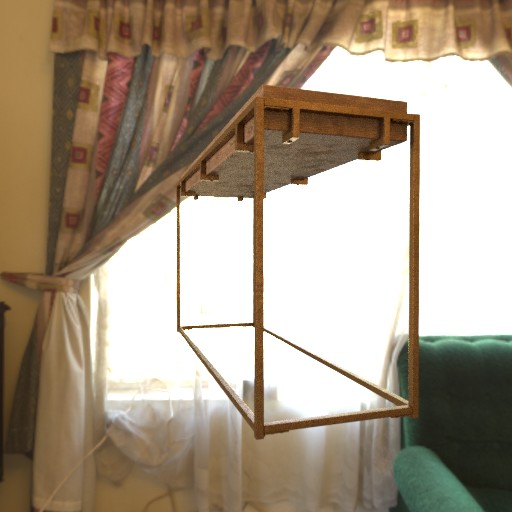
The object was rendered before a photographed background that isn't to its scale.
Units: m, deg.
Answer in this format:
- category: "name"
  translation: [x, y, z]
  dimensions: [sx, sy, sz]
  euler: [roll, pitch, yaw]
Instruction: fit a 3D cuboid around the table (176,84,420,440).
- category: "table"
  translation: [0.000, 0.000, 1.741]
  dimensions: [0.440, 0.820, 1.400]
  euler: [0, 1, -18]
